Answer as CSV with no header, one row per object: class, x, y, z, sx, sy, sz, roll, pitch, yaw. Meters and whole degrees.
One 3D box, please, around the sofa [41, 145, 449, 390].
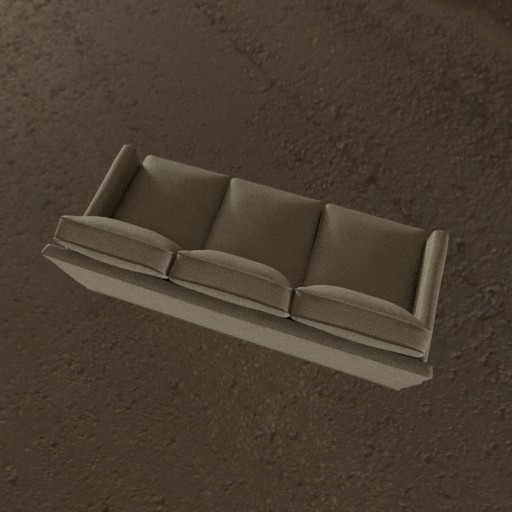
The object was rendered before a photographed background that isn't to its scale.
sofa,0.000,0.000,2.833,2.246,1.003,1.084,17,65,8
